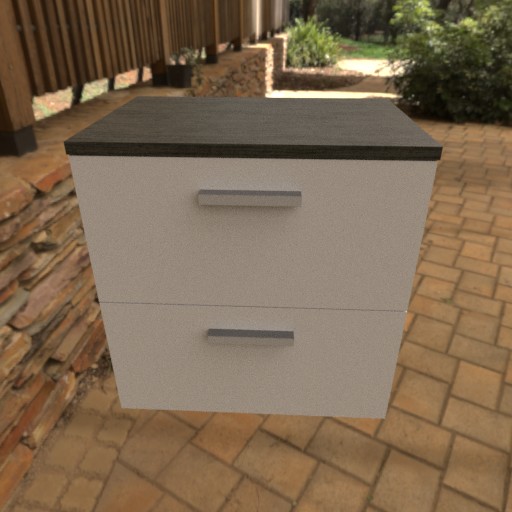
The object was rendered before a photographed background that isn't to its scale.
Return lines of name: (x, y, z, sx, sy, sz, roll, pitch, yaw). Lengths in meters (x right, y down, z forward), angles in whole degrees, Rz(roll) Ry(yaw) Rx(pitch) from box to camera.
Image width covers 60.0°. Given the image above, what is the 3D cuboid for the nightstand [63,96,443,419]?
nightstand: (0.000, 0.000, 0.754, 0.441, 0.460, 0.325, 1, 29, 3)
